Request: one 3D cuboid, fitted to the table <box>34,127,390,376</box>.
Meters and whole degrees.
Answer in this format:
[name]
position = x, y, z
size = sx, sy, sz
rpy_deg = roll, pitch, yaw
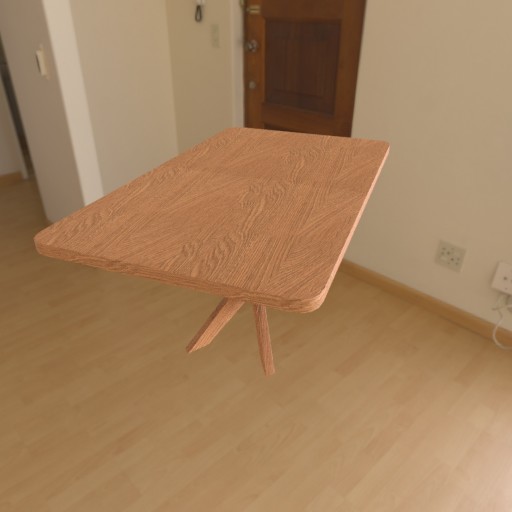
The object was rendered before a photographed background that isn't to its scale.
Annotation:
[table]
position = 0.000, 0.000, 2.089
size = 0.950, 0.770, 1.600
rpy_deg = 11, 31, 18
